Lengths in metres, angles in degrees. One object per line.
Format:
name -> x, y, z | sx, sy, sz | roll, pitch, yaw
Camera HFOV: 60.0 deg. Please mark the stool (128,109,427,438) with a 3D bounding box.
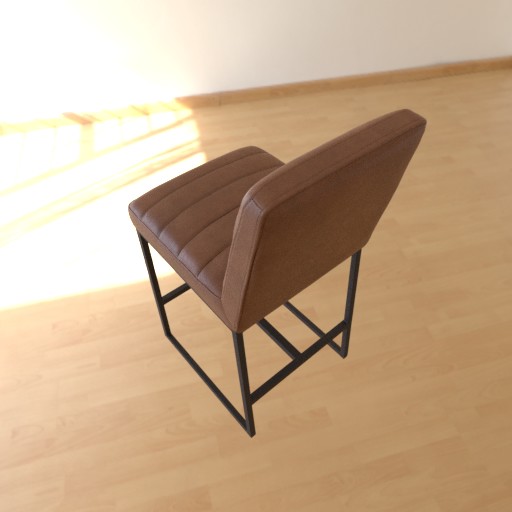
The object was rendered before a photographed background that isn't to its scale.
stool -> 0.000, 0.000, 1.230 | 0.458, 0.940, 0.556 | -32, 54, -27
